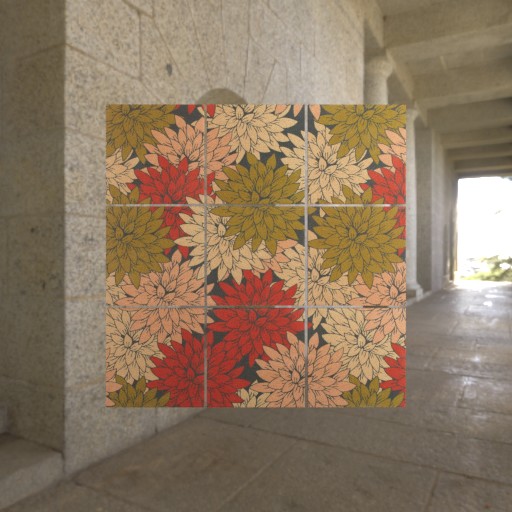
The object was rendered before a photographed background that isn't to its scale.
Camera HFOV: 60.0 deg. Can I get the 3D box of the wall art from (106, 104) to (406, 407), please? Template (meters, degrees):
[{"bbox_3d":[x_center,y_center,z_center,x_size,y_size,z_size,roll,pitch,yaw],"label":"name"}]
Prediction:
[{"bbox_3d":[0.000,0.000,1.343,0.904,0.913,0.013,0,0,0],"label":"wall art"}]
